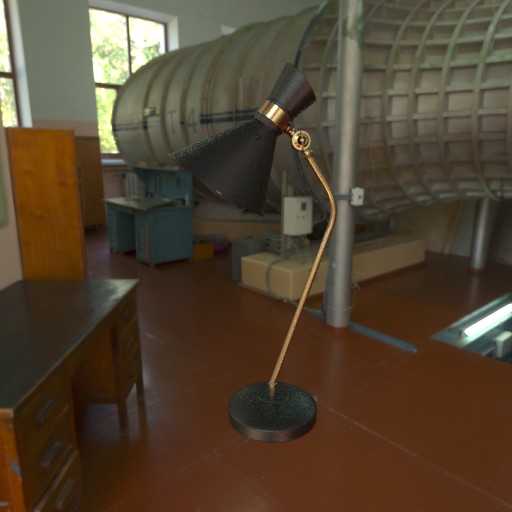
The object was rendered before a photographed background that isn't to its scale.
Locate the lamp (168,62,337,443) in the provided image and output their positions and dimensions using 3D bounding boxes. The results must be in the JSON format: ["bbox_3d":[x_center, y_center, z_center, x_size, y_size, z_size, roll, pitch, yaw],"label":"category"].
[{"bbox_3d":[0.000,0.000,0.793,0.292,0.647,0.189,-2,14,-7],"label":"lamp"}]
